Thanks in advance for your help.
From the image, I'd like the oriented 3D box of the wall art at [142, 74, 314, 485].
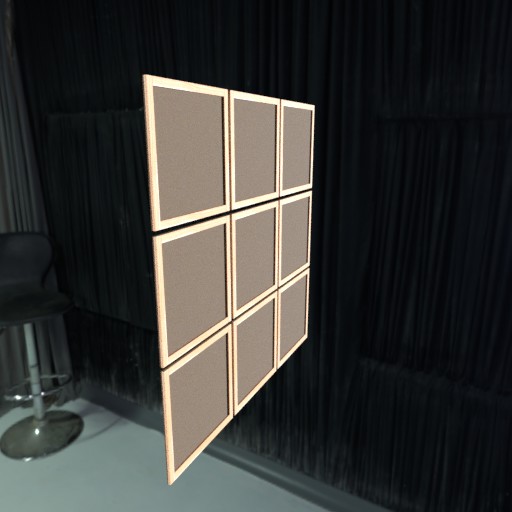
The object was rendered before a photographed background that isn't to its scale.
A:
[{"bbox_3d":[0.000,0.000,1.776,0.013,1.218,1.216,8,17,26],"label":"wall art"}]
